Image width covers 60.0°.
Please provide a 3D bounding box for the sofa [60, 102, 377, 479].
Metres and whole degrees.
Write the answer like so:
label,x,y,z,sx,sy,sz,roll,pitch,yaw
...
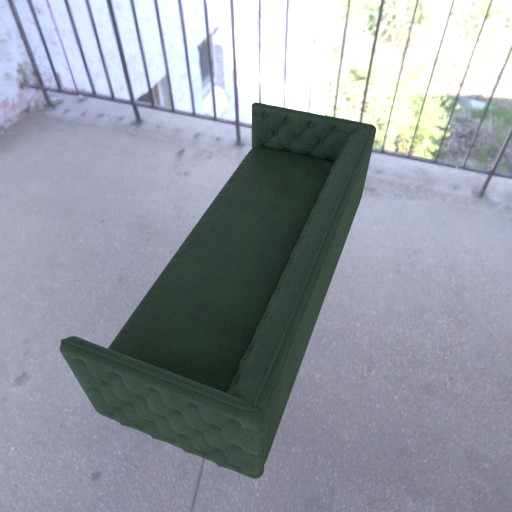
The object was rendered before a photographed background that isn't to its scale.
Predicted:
label,x,y,z,sx,sy,sz,roll,pitch,yaw
sofa,0.000,0.000,2.615,0.895,0.771,2.209,16,49,15
